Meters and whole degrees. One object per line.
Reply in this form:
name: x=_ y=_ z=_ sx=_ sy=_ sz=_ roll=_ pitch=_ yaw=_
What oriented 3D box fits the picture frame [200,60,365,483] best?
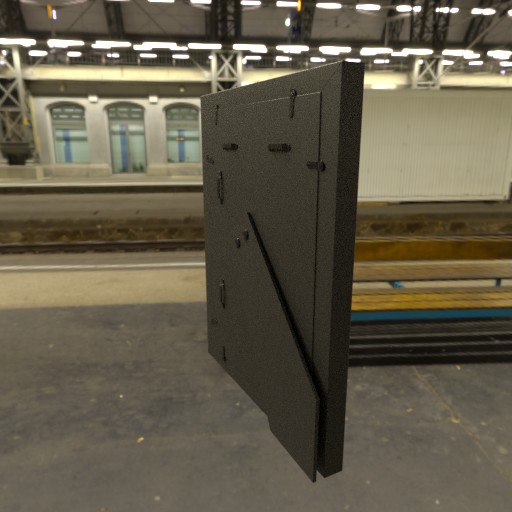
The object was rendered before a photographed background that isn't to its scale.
picture frame: x=0.000 y=0.000 z=0.524 sx=0.036 sy=0.383 sz=0.307 roll=-7 pitch=16 yaw=-27
